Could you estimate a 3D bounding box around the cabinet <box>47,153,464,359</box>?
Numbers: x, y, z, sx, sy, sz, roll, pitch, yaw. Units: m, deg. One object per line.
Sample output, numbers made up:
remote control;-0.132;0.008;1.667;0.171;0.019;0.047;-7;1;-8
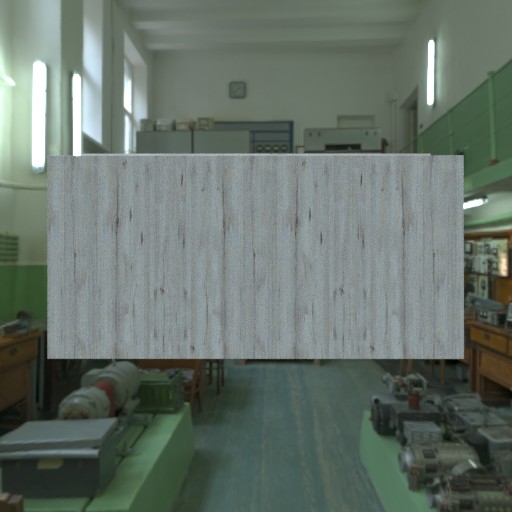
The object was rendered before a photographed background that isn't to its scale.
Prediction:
cabinet;0.000;0.000;3.116;1.950;0.970;2.080;0;0;0
